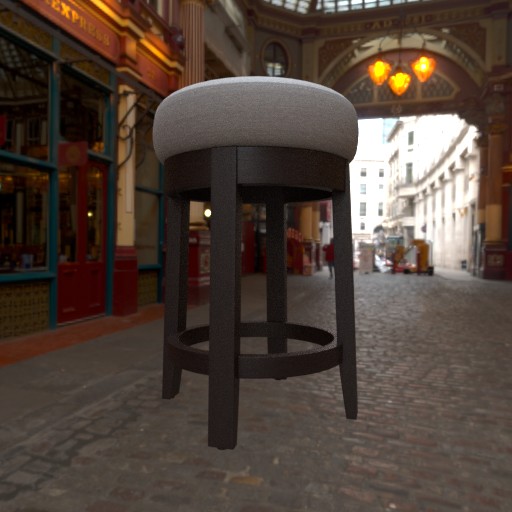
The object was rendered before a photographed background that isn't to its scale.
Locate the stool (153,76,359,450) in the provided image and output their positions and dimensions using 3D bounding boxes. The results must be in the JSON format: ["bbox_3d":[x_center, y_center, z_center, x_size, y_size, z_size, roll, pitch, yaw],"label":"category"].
[{"bbox_3d":[0.000,0.000,0.982,0.443,0.672,0.443,0,1,0],"label":"stool"}]
